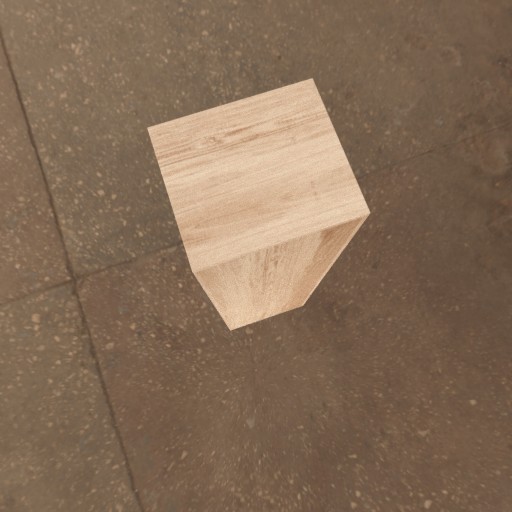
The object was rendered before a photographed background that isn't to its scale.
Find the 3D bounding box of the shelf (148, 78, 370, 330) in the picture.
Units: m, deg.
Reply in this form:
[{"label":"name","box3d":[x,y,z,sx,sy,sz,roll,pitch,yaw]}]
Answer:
[{"label":"shelf","box3d":[0.000,0.000,2.196,0.510,1.960,0.450,-18,76,-5]}]
